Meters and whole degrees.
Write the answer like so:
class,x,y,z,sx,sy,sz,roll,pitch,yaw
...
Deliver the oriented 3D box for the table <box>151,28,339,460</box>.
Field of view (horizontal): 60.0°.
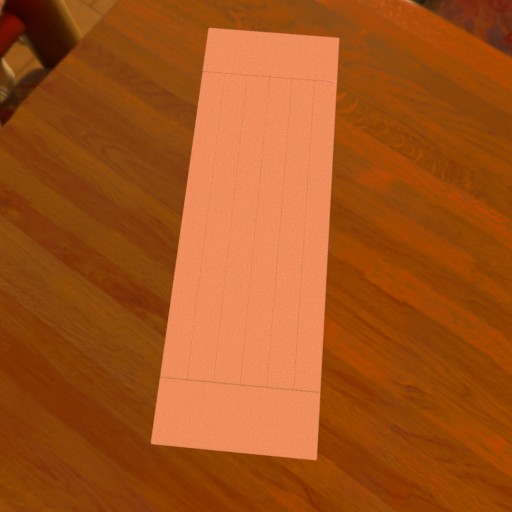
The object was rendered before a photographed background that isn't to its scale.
class,x,y,z,sx,sy,sz,roll,pitch,yaw
table,0.000,0.000,1.448,0.373,0.768,1.062,5,76,1
